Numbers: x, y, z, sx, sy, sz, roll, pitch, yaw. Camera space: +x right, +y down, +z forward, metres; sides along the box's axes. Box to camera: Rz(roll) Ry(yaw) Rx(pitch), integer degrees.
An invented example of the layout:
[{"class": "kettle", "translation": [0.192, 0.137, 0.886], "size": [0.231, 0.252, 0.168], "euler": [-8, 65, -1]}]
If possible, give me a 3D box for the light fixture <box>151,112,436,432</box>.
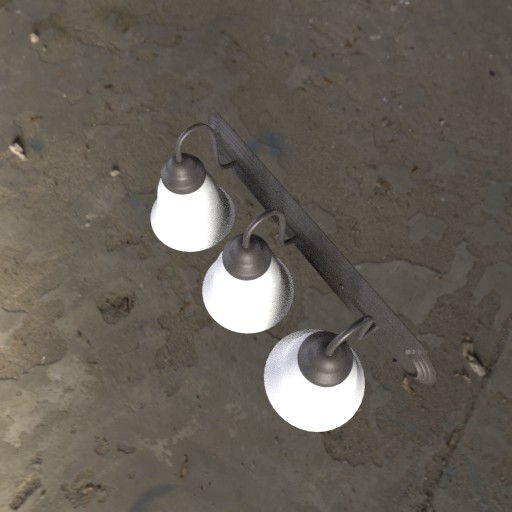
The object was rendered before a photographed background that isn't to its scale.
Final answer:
[{"class": "light fixture", "translation": [0.000, 0.000, 0.703], "size": [0.199, 0.222, 0.610], "euler": [-32, 67, -15]}]
